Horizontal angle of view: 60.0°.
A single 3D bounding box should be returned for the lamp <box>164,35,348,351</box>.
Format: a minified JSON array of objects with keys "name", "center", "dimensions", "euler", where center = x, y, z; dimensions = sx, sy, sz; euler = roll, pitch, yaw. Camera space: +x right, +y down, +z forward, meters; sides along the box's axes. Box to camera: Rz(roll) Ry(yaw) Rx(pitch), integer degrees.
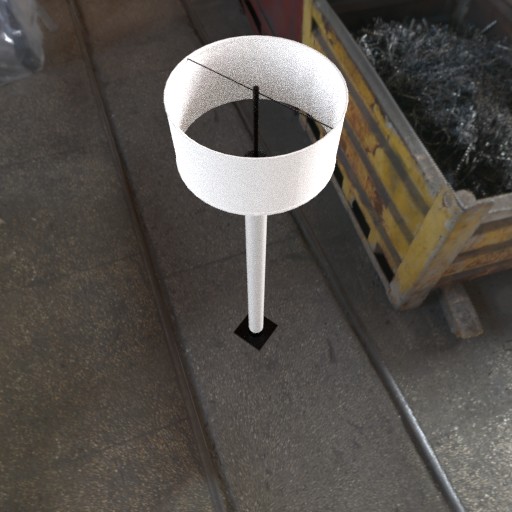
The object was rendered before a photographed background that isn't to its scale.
[{"name":"lamp","center":[0.000,0.000,1.631],"dimensions":[0.420,1.475,0.420],"euler":[32,64,18]}]
